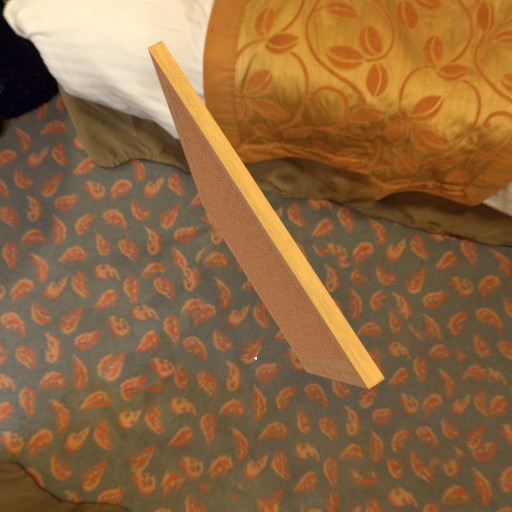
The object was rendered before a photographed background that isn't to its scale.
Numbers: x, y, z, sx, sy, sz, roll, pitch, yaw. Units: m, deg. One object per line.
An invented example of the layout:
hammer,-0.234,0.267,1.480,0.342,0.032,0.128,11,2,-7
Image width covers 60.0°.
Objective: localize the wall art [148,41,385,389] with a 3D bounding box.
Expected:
wall art,0.000,0.000,0.760,0.020,0.561,0.460,-31,79,-7
